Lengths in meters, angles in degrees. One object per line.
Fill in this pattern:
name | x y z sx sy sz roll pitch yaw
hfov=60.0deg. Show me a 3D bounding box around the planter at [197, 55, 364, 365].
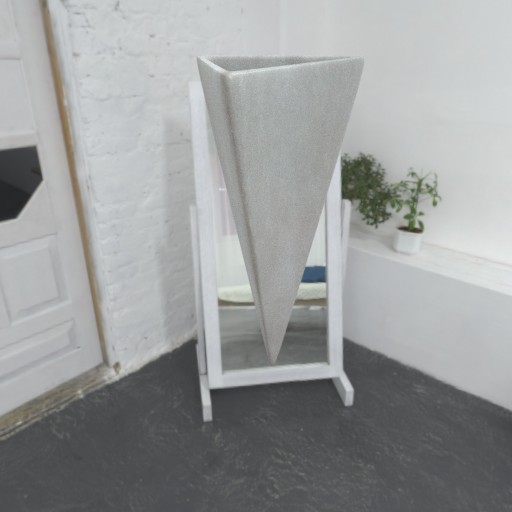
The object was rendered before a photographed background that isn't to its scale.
planter | 0.000 0.000 0.158 0.058 0.130 0.047 8 26 17
